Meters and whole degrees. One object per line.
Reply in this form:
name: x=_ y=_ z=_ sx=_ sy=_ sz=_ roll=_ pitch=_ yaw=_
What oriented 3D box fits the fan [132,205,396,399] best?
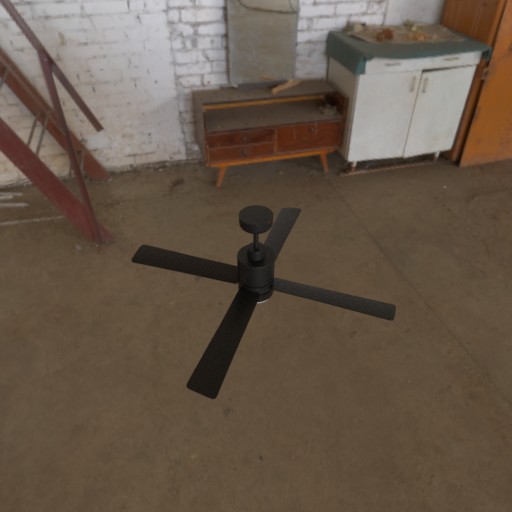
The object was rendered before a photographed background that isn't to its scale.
fan: x=0.000 y=0.000 z=2.370 sx=1.525 sy=0.534 sz=1.525 roll=13 pitch=42 yaw=15
